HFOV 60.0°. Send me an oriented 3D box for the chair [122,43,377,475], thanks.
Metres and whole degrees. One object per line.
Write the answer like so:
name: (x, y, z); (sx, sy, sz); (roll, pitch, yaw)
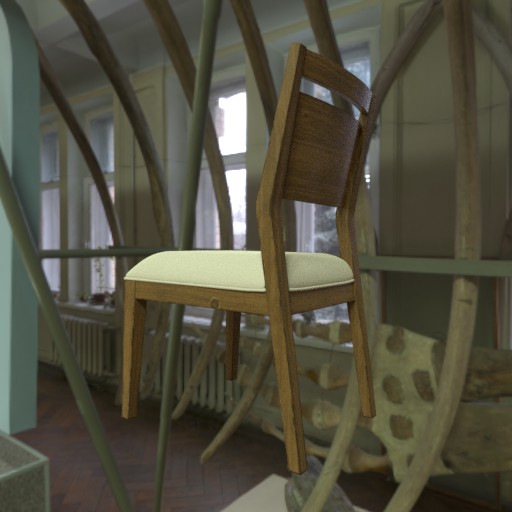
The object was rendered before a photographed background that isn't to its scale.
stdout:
chair: (0.000, 0.000, 1.294); (0.610, 0.939, 0.497); (1, 2, 37)
